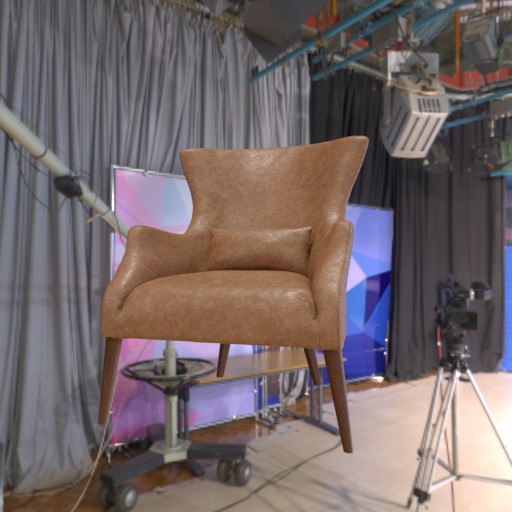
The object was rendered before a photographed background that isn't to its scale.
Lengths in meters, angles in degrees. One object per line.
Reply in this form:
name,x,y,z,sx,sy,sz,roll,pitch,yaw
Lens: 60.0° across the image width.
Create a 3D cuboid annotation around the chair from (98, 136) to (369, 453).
chair,0.000,0.000,1.734,0.846,1.067,0.955,0,-1,16
